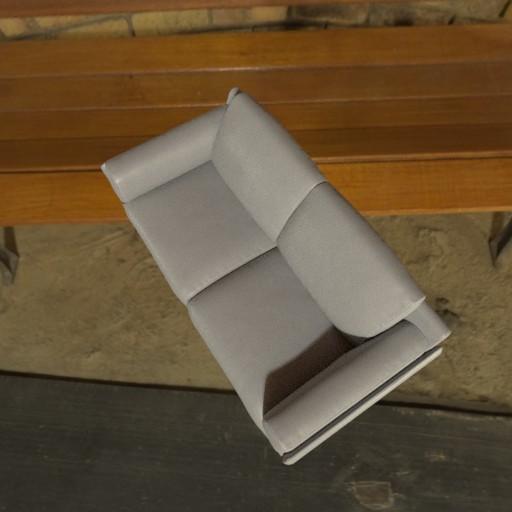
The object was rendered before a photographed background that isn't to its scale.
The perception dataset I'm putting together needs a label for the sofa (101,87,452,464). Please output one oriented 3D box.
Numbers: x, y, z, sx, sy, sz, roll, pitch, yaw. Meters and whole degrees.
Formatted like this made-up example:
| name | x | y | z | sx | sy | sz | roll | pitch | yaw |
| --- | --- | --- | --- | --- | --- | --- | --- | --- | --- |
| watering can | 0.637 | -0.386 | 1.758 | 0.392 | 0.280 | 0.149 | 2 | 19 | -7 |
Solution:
| name | x | y | z | sx | sy | sz | roll | pitch | yaw |
| --- | --- | --- | --- | --- | --- | --- | --- | --- | --- |
| sofa | 0.000 | 0.000 | 2.686 | 1.049 | 0.930 | 2.101 | -31 | 68 | -14 |
